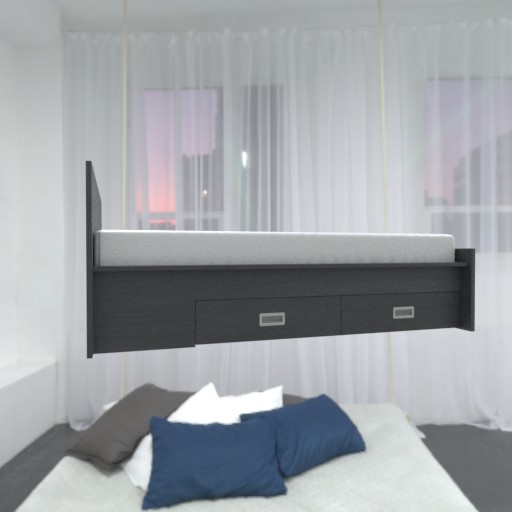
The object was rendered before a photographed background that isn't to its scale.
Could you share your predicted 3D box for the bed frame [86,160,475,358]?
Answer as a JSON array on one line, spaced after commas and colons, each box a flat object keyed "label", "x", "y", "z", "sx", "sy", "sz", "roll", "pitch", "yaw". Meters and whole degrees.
[{"label": "bed frame", "x": 0.000, "y": 0.000, "z": 2.859, "sx": 1.960, "sy": 0.800, "sz": 1.622, "roll": 0, "pitch": 1, "yaw": -18}]
